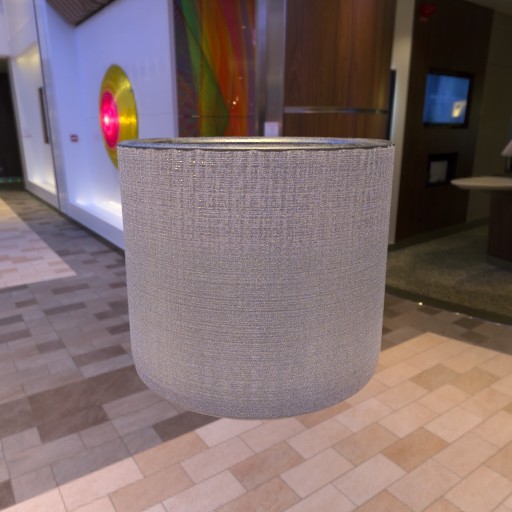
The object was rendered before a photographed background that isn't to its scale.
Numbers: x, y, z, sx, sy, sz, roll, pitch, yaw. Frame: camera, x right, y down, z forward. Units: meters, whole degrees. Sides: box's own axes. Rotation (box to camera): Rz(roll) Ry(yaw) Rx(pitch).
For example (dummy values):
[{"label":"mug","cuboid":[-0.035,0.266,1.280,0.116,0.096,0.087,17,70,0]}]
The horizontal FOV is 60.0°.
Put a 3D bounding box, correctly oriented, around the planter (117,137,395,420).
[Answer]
[{"label":"planter","cuboid":[0.000,0.000,0.220,0.125,0.112,0.125,0,16,0]}]
